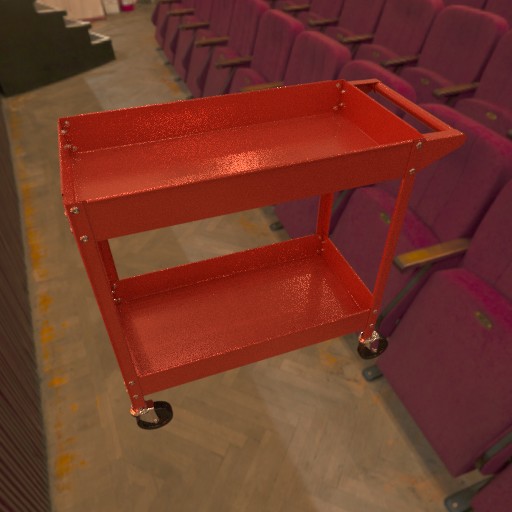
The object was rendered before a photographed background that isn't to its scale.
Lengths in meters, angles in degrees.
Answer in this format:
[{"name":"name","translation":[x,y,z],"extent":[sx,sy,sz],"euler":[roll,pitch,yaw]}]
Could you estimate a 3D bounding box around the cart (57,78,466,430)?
[{"name":"cart","translation":[0.000,0.000,1.137],"extent":[0.779,0.719,0.366],"euler":[-13,43,-15]}]
